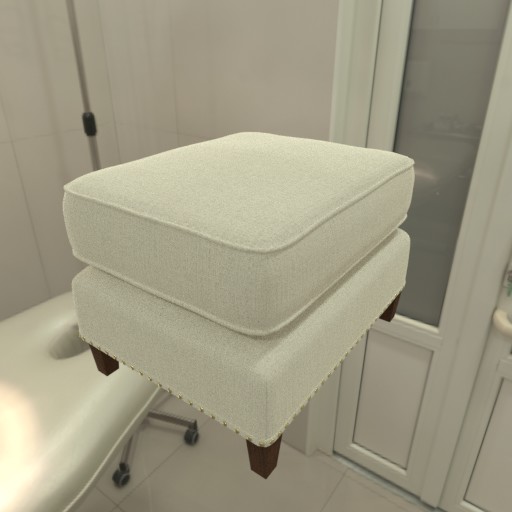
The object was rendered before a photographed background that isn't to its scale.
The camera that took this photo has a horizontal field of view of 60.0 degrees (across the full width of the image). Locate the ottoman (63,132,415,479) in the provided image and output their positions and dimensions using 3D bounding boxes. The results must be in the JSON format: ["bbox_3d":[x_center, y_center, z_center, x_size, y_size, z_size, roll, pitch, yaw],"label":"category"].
[{"bbox_3d":[0.000,0.000,1.142,0.589,0.537,0.738,18,32,32],"label":"ottoman"}]
